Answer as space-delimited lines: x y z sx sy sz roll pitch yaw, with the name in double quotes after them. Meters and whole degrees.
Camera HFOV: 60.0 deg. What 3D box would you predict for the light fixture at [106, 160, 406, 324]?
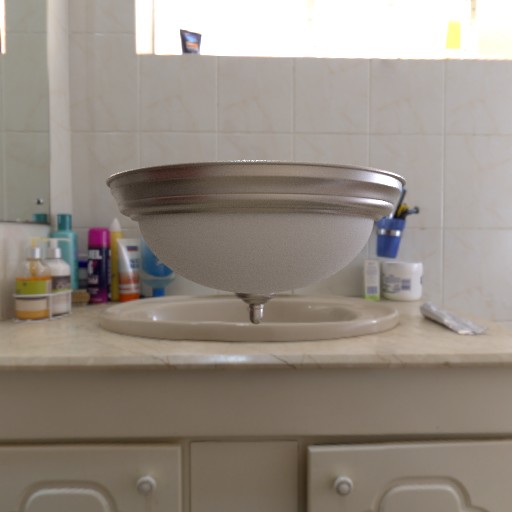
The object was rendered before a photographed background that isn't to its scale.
0.000 0.000 0.437 0.280 0.135 0.280 0 1 0 "light fixture"
